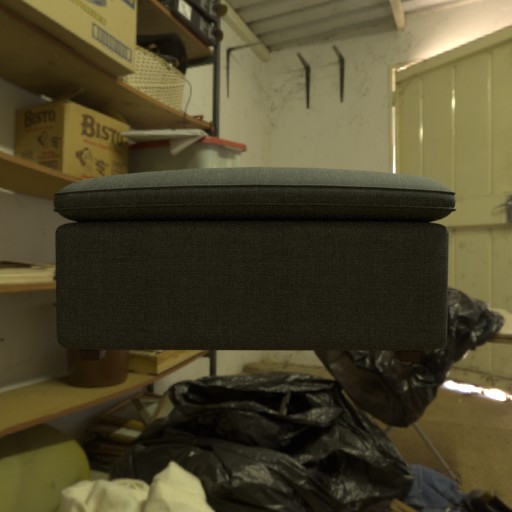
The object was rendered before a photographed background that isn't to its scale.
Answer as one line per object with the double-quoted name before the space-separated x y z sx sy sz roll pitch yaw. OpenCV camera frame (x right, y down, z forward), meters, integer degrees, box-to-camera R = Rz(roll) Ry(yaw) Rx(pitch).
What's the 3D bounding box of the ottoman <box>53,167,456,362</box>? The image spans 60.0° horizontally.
"ottoman" 0.000 0.000 1.646 1.067 0.559 1.067 0 0 1
